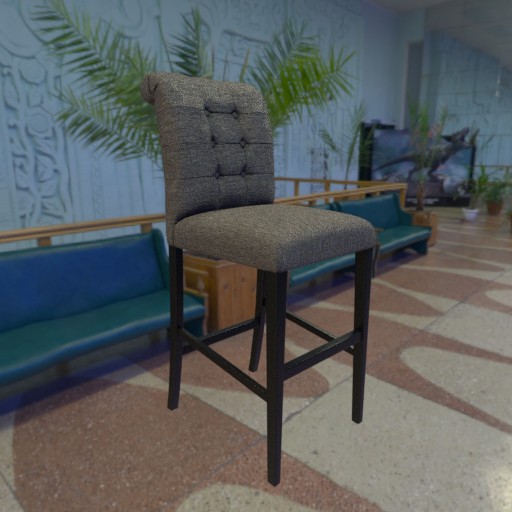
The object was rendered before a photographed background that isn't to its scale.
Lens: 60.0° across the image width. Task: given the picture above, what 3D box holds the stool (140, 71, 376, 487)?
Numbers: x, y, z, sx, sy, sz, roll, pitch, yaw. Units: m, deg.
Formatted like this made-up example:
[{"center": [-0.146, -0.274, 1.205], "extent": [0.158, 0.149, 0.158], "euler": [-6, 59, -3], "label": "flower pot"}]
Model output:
[{"center": [0.000, 0.000, 1.431], "extent": [0.452, 1.131, 0.613], "euler": [-13, 18, -43], "label": "stool"}]
